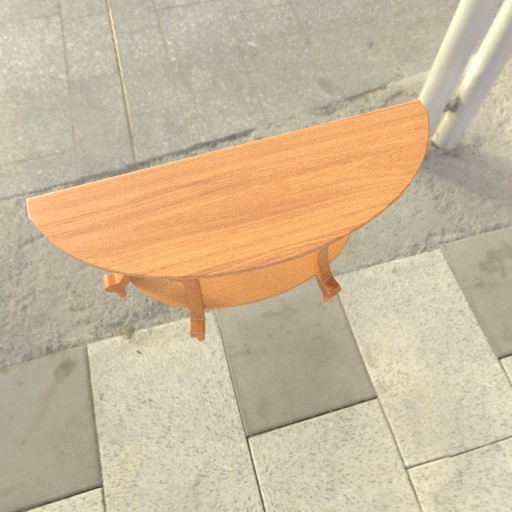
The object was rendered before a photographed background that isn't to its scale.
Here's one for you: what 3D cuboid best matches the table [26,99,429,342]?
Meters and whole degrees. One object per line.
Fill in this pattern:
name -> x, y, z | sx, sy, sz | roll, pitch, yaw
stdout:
table -> 0.000, 0.000, 1.523 | 1.198, 0.692, 0.394 | -16, 65, -8
